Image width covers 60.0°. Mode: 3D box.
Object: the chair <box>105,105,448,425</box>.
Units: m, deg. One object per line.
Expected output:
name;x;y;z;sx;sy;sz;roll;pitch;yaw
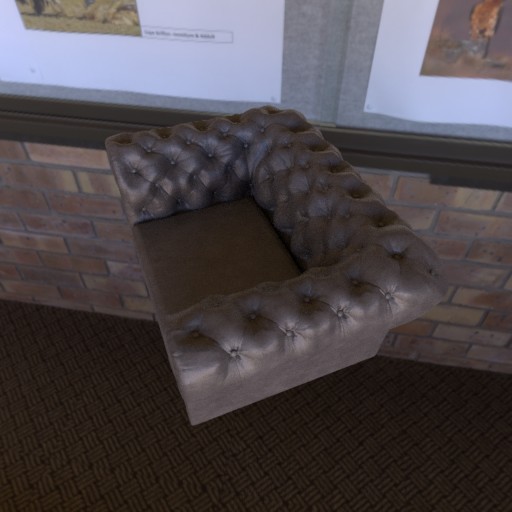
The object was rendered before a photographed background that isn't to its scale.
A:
chair;0.000;0.000;1.895;0.943;0.780;1.298;-16;48;-15
